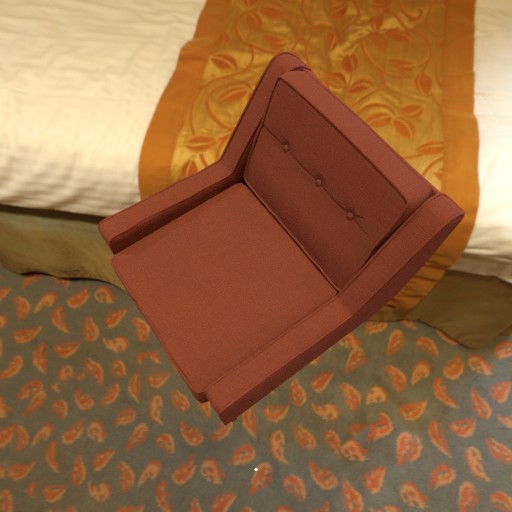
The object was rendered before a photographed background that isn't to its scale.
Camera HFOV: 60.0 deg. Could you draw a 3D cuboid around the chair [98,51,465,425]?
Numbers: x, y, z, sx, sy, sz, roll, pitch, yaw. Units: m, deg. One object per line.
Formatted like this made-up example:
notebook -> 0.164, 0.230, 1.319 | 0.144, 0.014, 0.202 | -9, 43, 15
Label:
chair -> 0.000, 0.000, 1.378 | 0.770, 0.812, 0.680 | -33, 69, -15
